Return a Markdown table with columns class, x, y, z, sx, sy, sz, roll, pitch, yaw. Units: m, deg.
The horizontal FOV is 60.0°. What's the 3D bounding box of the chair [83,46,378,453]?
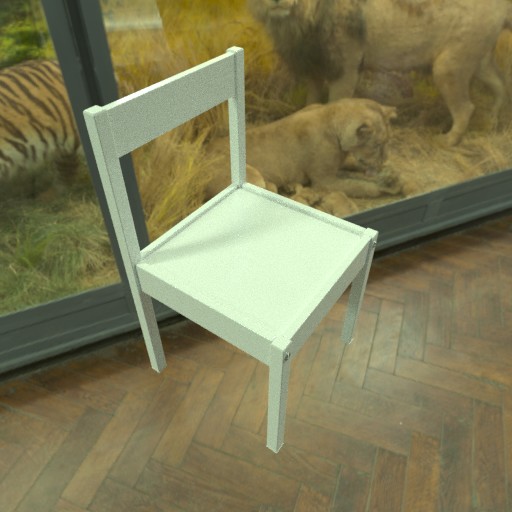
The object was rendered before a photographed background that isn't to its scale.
| class | x | y | z | sx | sy | sz | roll | pitch | yaw |
| --- | --- | --- | --- | --- | --- | --- | --- | --- | --- |
| chair | 0.000 | 0.000 | 0.696 | 0.285 | 0.505 | 0.285 | 25 | 48 | 25 |
